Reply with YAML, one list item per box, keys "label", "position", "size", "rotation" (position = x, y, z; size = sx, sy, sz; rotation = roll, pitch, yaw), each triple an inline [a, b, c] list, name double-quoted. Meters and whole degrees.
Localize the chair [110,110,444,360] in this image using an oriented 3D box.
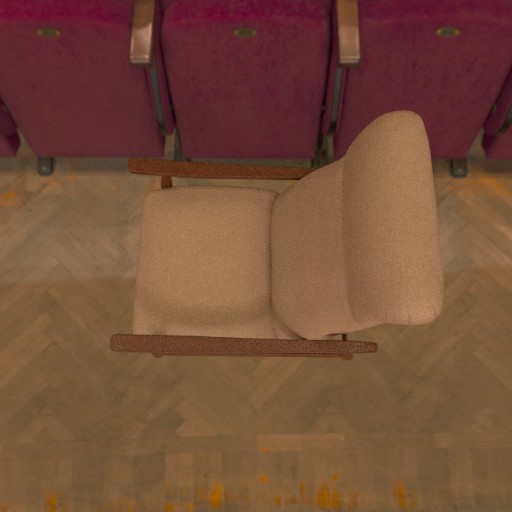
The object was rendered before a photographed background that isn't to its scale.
- label: "chair"
  position: [0.000, 0.000, 1.750]
  size: [1.030, 1.082, 0.762]
  rotation: [1, 74, 0]
